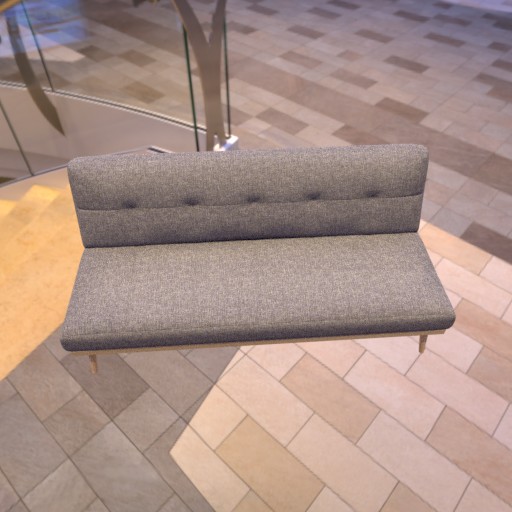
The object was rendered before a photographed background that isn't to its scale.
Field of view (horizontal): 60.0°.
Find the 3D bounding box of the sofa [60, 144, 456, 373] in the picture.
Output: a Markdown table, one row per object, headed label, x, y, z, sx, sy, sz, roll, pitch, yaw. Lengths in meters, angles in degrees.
| label | x | y | z | sx | sy | sz | roll | pitch | yaw |
| --- | --- | --- | --- | --- | --- | --- | --- | --- | --- |
| sofa | 0.000 | 0.000 | 2.230 | 1.820 | 0.770 | 0.820 | -3 | 47 | -3 |
